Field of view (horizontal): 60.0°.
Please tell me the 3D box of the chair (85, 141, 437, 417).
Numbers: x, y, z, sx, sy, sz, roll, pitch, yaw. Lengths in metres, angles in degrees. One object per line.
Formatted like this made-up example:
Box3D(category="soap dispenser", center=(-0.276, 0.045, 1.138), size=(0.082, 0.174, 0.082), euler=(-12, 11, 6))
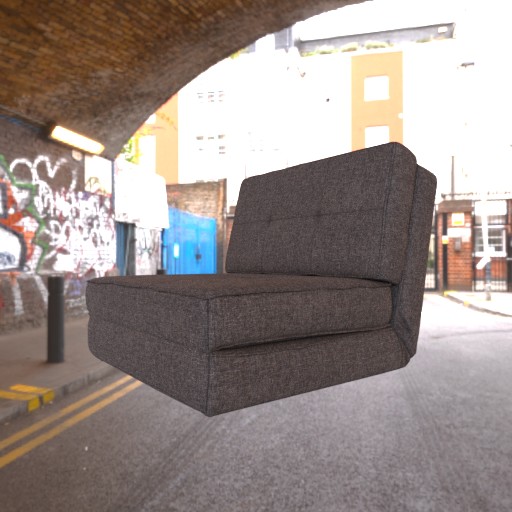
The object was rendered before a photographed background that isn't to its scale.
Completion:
Box3D(category="chair", center=(0.000, 0.000, 1.326), size=(0.800, 0.615, 0.740), euler=(0, -1, -37))
